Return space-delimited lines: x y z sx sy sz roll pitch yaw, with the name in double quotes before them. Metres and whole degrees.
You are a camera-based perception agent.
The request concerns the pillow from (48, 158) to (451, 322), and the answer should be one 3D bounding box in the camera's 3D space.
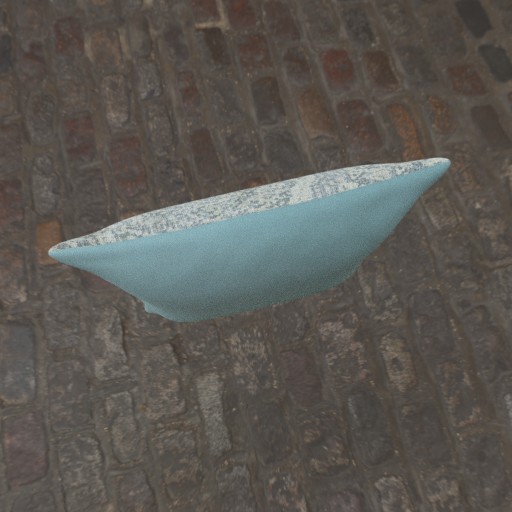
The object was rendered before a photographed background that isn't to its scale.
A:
"pillow" 0.000 0.000 0.801 0.526 0.507 0.166 -13 75 -4
